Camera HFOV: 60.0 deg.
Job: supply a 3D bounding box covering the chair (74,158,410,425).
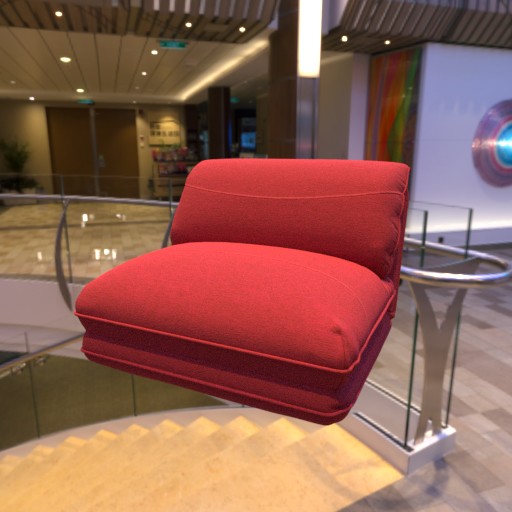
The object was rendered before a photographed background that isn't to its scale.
[{"bbox_3d":[0.000,0.000,1.382,0.820,0.580,0.780,7,15,25],"label":"chair"}]
